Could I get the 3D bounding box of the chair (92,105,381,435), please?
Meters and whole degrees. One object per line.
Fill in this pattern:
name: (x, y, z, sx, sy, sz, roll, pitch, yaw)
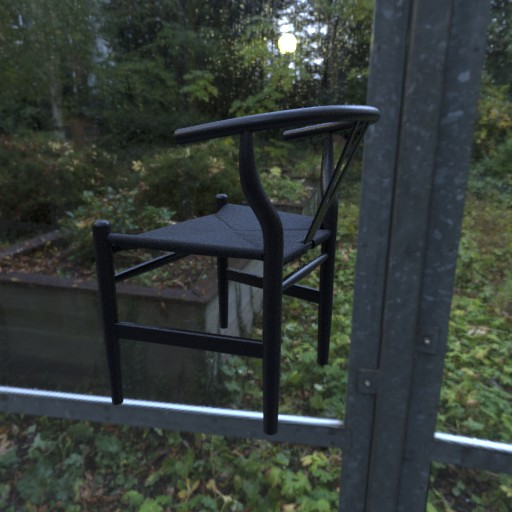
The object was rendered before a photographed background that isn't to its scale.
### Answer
chair: (0.000, 0.000, 1.162, 0.579, 0.730, 0.569, 8, 17, 27)
